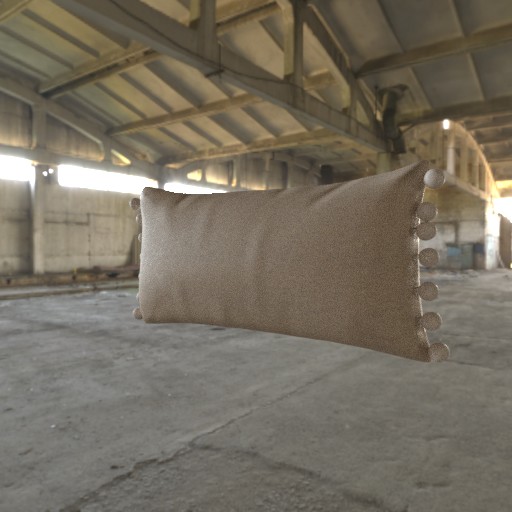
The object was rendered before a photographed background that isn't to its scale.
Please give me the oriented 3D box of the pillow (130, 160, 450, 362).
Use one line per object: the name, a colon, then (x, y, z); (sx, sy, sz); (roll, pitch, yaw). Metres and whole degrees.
pillow: (0.000, 0.000, 0.856); (0.709, 0.322, 0.201); (1, 1, 36)
